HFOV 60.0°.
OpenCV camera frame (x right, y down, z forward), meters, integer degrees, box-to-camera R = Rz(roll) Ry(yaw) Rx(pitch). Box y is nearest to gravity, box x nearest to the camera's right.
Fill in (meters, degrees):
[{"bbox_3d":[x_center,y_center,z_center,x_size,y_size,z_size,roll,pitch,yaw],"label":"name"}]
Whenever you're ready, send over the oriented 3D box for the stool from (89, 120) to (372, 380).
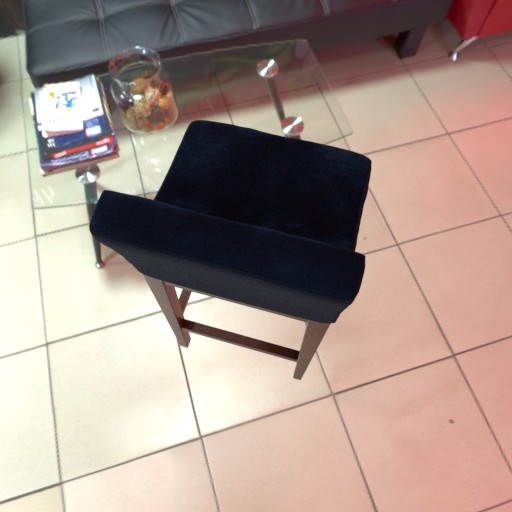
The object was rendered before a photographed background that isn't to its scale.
[{"bbox_3d":[0.000,0.000,1.287,0.511,0.945,0.516,14,65,7],"label":"stool"}]
